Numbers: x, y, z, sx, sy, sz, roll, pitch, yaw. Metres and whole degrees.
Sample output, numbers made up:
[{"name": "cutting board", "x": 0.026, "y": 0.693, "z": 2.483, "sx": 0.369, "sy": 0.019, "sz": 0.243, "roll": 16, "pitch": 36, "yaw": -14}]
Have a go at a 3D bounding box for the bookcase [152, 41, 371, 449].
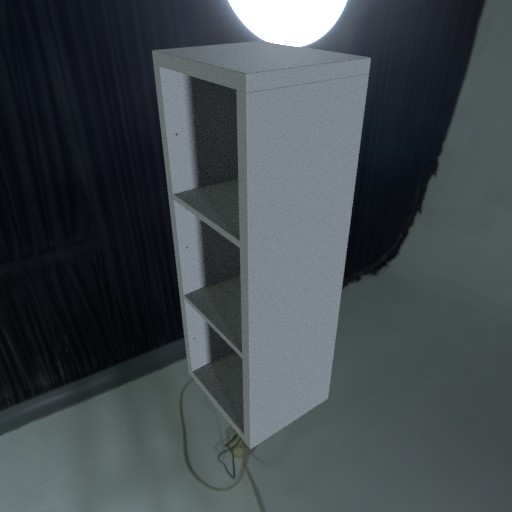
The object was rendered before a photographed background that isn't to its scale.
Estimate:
[{"name": "bookcase", "x": 0.000, "y": 0.000, "z": 1.290, "sx": 0.330, "sy": 1.080, "sz": 0.390, "roll": -21, "pitch": 38, "yaw": -30}]
